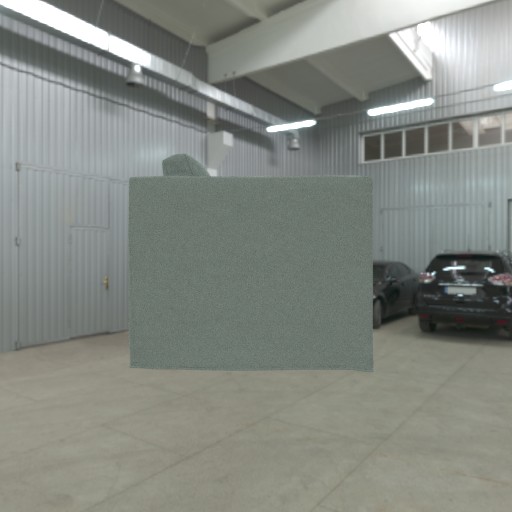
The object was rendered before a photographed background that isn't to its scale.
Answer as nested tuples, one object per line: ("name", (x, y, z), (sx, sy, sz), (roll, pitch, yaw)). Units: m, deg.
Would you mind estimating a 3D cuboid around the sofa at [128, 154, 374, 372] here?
("sofa", (0.000, 0.000, 2.788), (0.962, 0.853, 2.312), (0, 0, 1))
